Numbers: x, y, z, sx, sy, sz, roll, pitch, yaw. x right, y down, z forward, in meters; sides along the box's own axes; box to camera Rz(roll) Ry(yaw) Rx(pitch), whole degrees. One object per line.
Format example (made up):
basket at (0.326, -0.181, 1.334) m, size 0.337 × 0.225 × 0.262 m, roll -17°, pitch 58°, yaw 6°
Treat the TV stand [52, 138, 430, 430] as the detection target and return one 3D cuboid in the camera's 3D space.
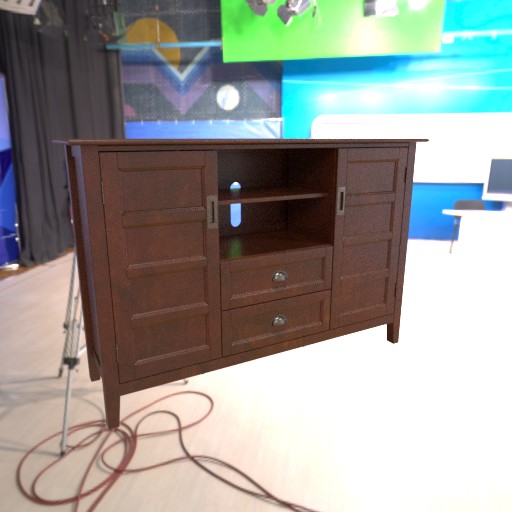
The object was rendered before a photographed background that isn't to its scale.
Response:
TV stand at (0.000, 0.000, 1.787) m, size 1.372 × 0.915 × 0.445 m, roll -8°, pitch 17°, yaw -28°
